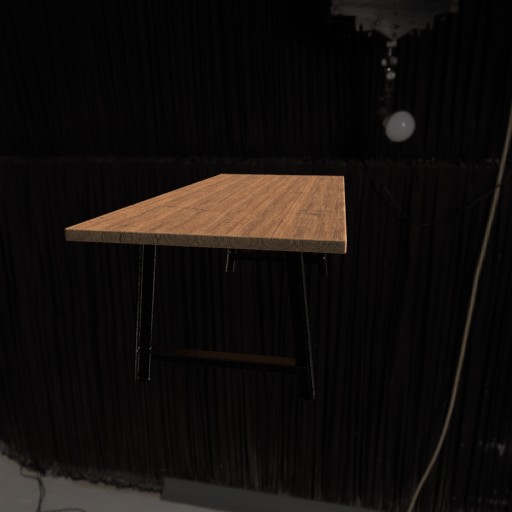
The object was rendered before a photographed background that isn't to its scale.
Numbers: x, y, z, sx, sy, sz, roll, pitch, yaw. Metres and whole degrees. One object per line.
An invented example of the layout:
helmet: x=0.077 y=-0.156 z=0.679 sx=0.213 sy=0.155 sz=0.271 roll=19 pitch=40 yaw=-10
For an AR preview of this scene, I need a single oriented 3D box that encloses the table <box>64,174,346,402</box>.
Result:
table: x=0.000 y=0.000 z=2.651 sx=1.000 sy=0.757 sz=2.200 roll=3 pitch=16 yaw=10
